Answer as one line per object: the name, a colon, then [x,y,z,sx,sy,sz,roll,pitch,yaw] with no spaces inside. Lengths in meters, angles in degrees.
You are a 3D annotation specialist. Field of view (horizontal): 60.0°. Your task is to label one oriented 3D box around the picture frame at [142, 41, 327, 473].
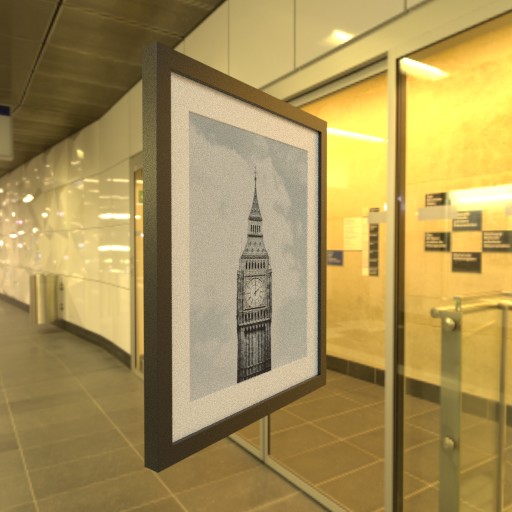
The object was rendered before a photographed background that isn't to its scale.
picture frame: [0.000,0.000,0.763,0.028,0.556,0.460,1,2,37]
